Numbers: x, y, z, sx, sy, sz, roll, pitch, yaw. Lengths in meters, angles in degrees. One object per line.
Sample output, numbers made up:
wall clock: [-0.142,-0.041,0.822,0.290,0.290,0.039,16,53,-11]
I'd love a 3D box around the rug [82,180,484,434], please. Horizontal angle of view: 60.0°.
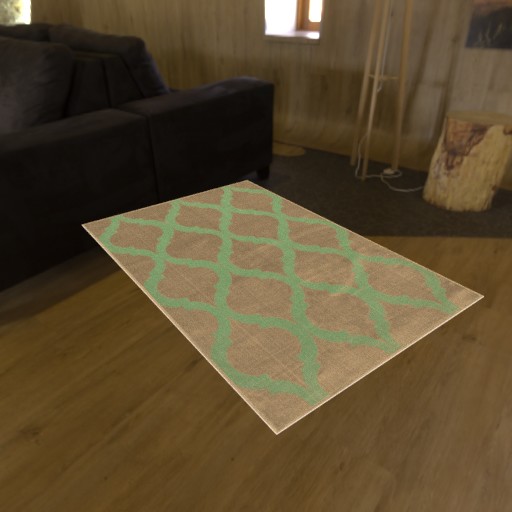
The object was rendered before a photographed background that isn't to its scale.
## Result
rug: [0.000,0.000,2.912,1.524,0.006,2.286,-21,37,-31]
